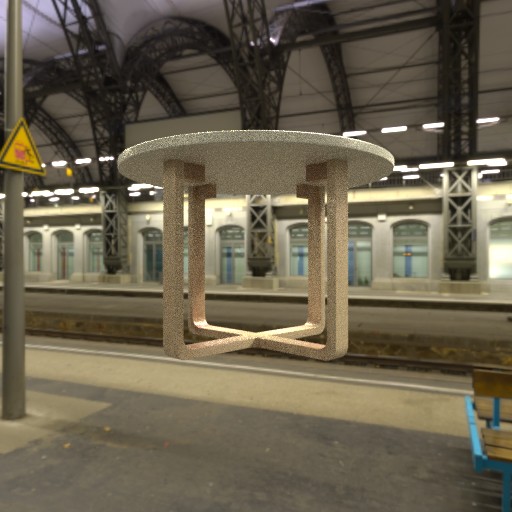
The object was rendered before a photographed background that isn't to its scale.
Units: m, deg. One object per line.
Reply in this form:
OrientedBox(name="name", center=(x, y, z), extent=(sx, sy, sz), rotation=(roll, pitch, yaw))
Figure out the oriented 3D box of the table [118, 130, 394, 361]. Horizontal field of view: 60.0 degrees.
OrientedBox(name="table", center=(0.000, 0.000, 1.007), extent=(0.600, 0.400, 0.600), rotation=(0, 0, 0))
